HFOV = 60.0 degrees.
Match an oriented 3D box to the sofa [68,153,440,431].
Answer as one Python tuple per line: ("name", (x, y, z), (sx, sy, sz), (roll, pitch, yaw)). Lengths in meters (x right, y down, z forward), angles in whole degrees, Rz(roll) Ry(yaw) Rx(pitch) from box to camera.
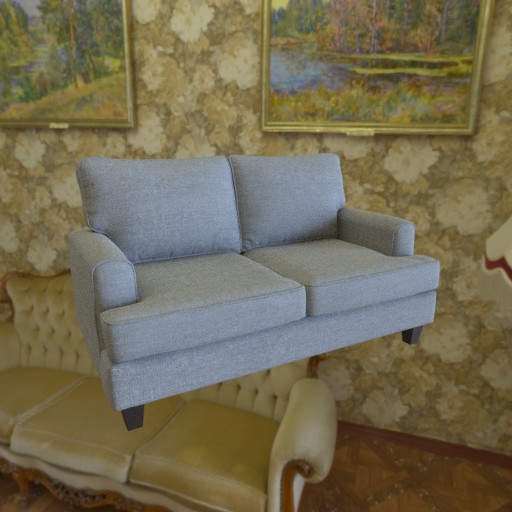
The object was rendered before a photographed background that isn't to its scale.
("sofa", (0.000, 0.000, 2.211), (1.651, 0.965, 0.965), (-8, 17, -28))
